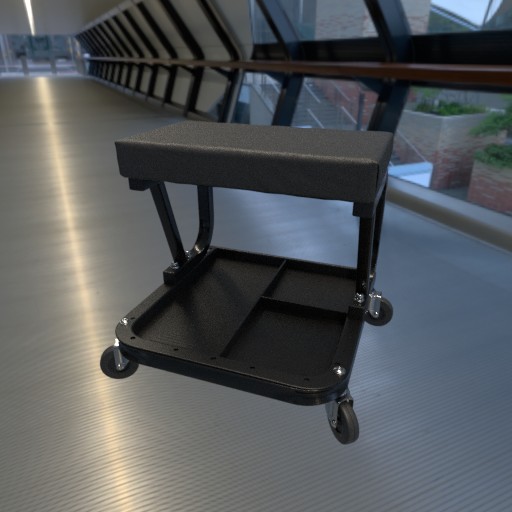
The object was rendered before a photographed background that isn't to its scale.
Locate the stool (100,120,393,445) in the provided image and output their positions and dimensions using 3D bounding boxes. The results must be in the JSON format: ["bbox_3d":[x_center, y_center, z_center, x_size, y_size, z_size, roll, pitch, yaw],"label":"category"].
[{"bbox_3d":[0.000,0.000,0.722,0.446,0.380,0.371,9,27,18],"label":"stool"}]
